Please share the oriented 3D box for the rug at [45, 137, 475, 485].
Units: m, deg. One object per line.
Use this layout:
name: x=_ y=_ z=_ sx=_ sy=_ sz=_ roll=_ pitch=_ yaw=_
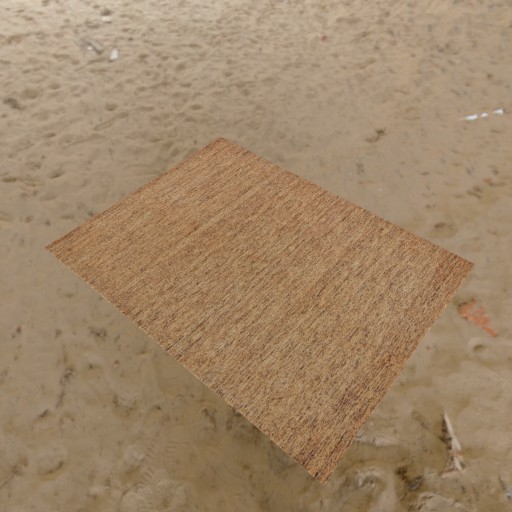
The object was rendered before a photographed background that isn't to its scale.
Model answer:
rug: x=0.000 y=0.000 z=4.137 sx=3.200 sy=0.012 sz=2.438 roll=32 pitch=56 yaw=26
